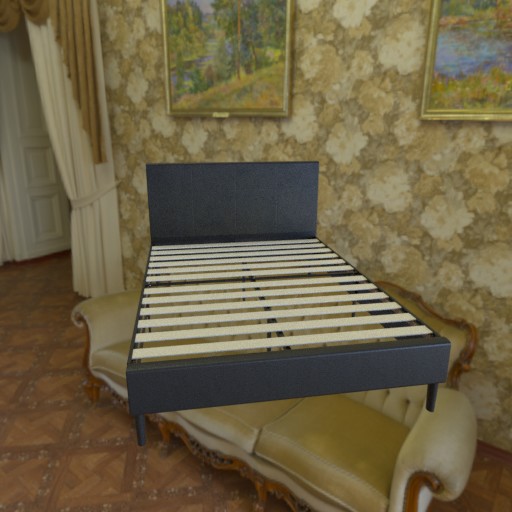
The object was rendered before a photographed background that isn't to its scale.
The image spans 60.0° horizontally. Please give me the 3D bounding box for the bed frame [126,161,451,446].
[{"bbox_3d":[0.000,0.000,2.908,1.469,1.046,2.152,-3,17,-10],"label":"bed frame"}]
